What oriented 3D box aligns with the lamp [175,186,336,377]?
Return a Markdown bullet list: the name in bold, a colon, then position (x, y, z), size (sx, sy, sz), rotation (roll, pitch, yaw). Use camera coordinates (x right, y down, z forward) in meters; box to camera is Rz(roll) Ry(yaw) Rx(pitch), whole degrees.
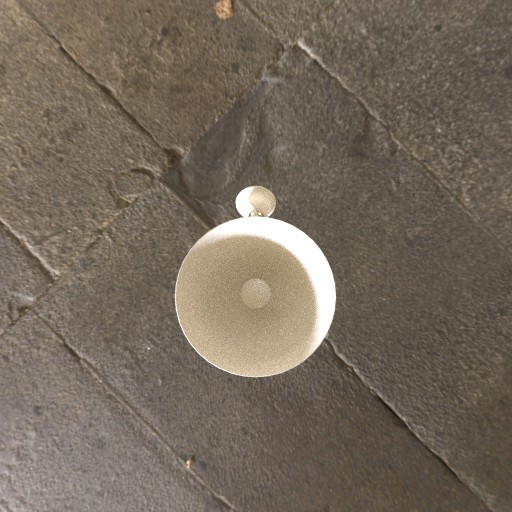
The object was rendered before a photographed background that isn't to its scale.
- **lamp**: position (0.000, 0.000, 2.007), size (0.405, 1.785, 0.575), rotation (0, 91, 0)
